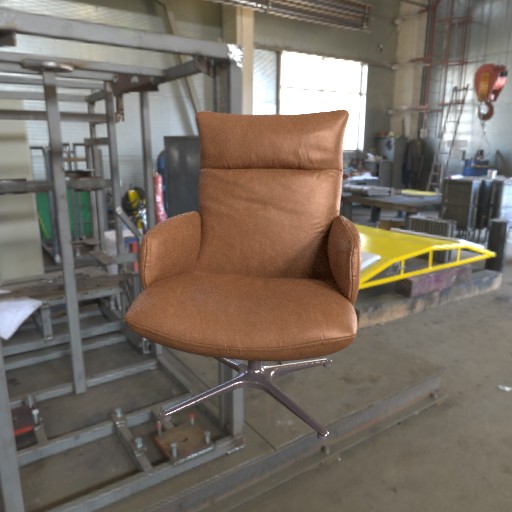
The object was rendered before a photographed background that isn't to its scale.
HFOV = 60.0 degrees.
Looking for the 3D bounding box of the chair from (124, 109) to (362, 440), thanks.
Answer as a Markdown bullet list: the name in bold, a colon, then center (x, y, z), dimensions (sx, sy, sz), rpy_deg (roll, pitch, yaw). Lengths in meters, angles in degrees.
- **chair**: center (0.000, 0.000, 1.567), dimensions (0.711, 1.027, 0.794), rpy_deg (3, 14, 10)
